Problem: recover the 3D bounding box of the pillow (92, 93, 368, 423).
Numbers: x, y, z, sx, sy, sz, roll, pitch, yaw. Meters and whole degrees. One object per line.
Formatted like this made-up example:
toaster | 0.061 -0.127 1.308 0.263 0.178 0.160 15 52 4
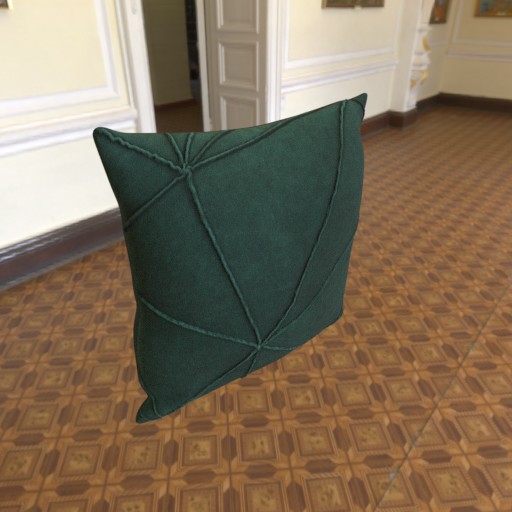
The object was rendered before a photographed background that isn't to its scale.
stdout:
pillow | 0.000 0.000 0.670 0.439 0.440 0.184 -21 35 -32
